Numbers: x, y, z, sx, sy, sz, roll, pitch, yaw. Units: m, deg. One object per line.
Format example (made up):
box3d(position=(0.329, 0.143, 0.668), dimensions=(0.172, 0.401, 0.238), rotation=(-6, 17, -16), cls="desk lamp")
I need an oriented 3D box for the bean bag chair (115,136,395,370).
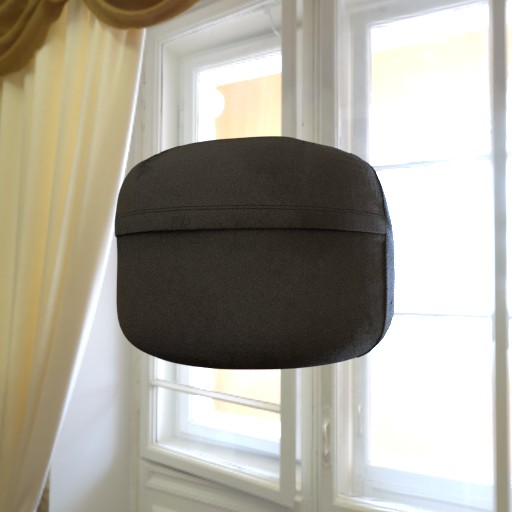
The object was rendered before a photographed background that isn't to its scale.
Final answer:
box3d(position=(0.000, 0.000, 1.500), dimensions=(0.918, 0.605, 0.918), rotation=(0, -1, 0), cls="bean bag chair")
